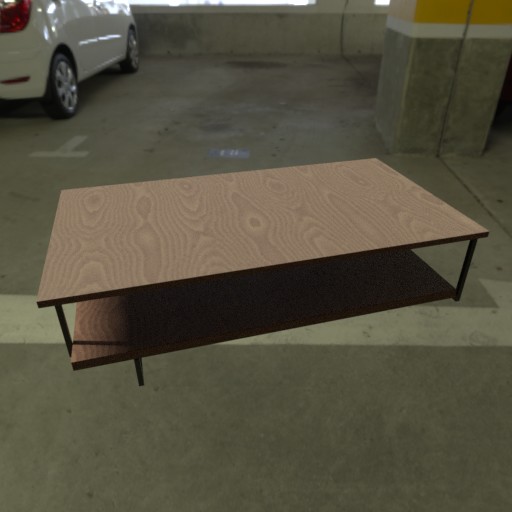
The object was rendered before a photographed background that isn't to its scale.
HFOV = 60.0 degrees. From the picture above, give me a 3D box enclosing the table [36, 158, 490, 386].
[{"bbox_3d":[0.000,0.000,1.477,1.197,0.347,0.651,-8,32,-14],"label":"table"}]
